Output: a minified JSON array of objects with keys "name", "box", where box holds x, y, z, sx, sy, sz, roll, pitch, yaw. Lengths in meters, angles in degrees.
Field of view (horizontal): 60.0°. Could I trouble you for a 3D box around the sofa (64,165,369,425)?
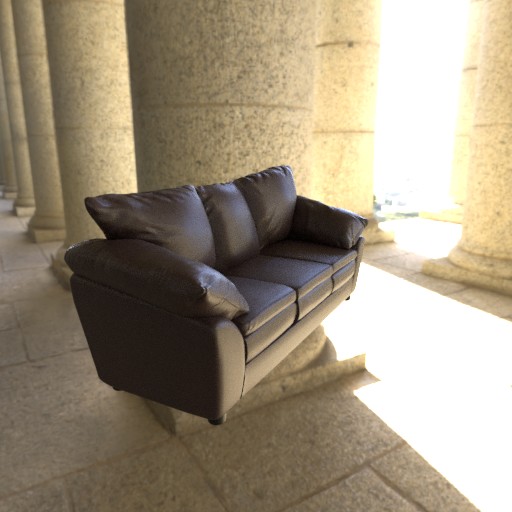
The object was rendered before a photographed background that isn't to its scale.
[{"name":"sofa","box":[0.000,0.000,2.925,0.907,1.091,2.390,8,16,28]}]
